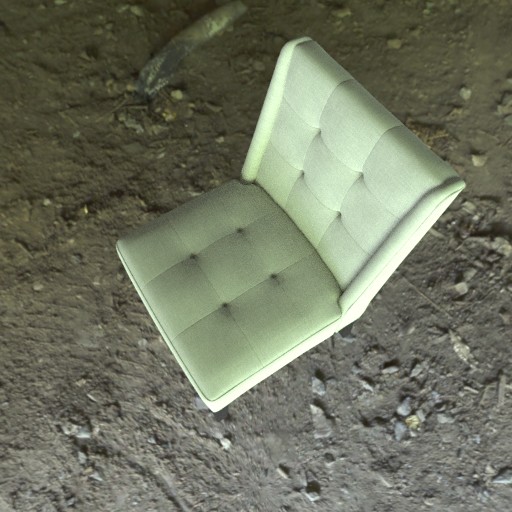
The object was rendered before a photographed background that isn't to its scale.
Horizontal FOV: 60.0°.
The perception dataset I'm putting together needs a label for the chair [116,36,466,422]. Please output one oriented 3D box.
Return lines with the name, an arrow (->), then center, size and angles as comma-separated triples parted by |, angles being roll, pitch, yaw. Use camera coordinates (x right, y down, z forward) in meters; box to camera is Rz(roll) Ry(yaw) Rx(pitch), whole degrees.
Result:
chair -> 0.000, 0.000, 1.282 | 0.676, 0.853, 0.569 | -30, 67, -15
